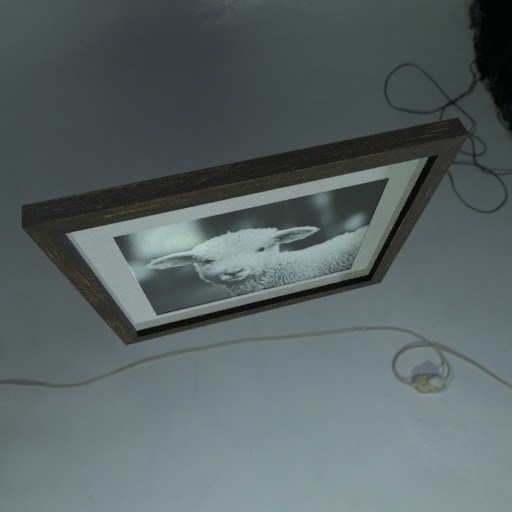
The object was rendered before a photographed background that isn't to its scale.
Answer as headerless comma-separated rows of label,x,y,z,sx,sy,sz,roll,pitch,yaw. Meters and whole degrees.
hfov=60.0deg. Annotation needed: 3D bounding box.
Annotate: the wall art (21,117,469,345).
wall art,0.000,0.000,0.745,0.558,0.457,0.032,-13,63,-7
